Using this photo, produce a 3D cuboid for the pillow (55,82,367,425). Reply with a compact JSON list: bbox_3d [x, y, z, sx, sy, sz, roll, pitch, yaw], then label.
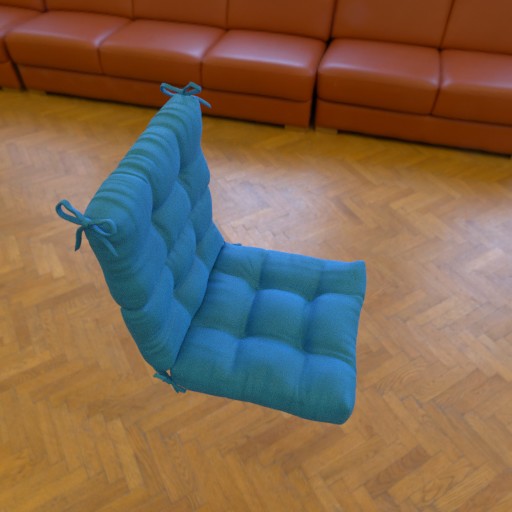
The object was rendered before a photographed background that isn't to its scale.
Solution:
[{"bbox_3d":[0.000,0.000,1.041,0.571,0.605,0.519,10,48,9],"label":"pillow"}]
